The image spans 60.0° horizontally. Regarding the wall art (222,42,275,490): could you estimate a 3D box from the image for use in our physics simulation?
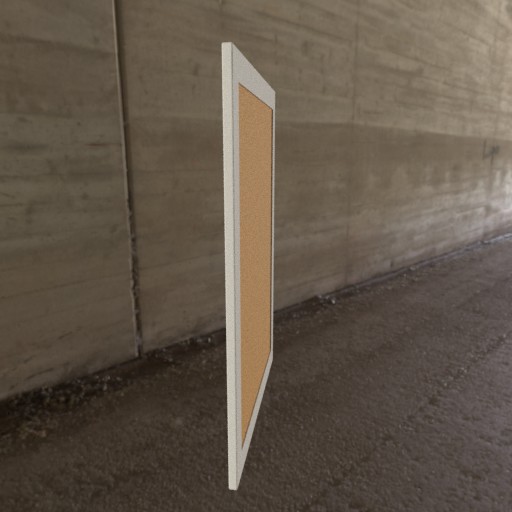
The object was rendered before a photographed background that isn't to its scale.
[{"bbox_3d":[0.000,0.000,0.687,0.012,0.529,0.374,2,13,9],"label":"wall art"}]
